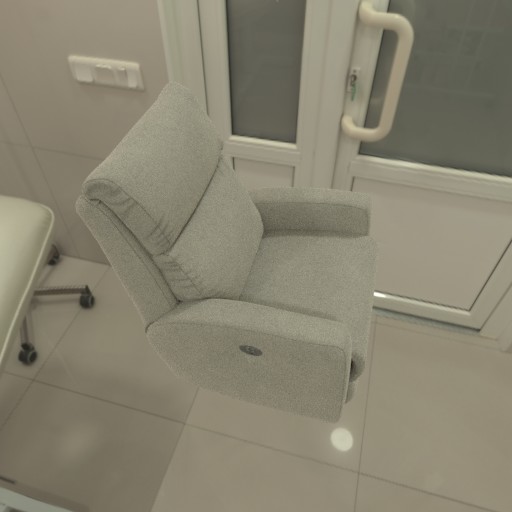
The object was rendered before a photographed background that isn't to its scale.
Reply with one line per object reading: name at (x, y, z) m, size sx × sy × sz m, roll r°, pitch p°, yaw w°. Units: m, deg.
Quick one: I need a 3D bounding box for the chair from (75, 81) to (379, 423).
chair at (0.000, 0.000, 1.677) m, size 0.940 × 1.021 × 0.794 m, roll 11°, pitch 48°, yaw 10°
